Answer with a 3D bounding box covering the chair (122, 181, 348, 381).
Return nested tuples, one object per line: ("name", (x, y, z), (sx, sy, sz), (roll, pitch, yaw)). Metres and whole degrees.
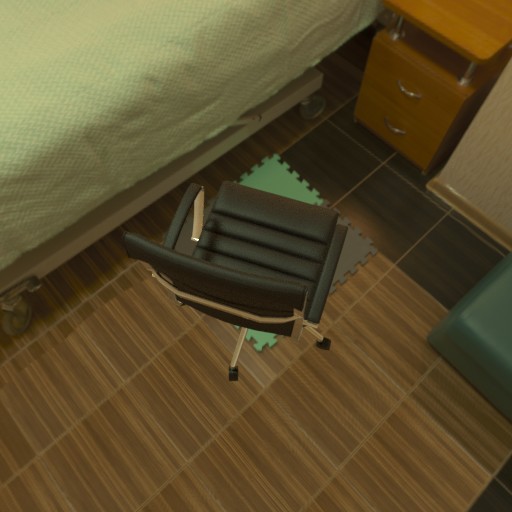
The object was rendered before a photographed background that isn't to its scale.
("chair", (0.000, 0.000, 1.619), (0.766, 1.149, 0.739), (17, 65, 8))
